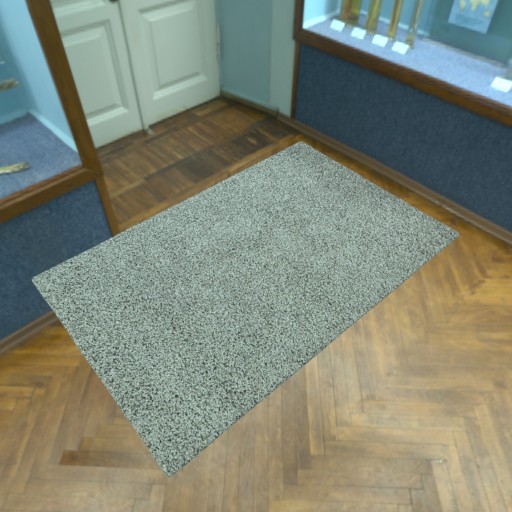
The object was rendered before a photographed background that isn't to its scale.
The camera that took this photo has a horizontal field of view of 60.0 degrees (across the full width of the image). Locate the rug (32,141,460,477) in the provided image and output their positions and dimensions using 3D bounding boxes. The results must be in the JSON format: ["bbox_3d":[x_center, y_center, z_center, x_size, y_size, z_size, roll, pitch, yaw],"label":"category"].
[{"bbox_3d":[0.000,0.000,3.345,2.743,0.030,1.778,-32,55,-27],"label":"rug"}]
